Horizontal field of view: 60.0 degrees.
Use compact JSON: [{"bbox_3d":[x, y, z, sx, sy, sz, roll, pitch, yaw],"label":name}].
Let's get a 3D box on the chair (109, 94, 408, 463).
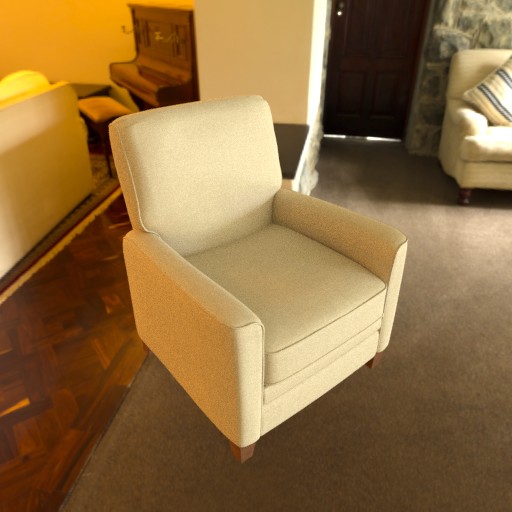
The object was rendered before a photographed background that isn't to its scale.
[{"bbox_3d":[0.000,0.000,1.699,0.841,1.023,0.858,-23,38,-33],"label":"chair"}]
